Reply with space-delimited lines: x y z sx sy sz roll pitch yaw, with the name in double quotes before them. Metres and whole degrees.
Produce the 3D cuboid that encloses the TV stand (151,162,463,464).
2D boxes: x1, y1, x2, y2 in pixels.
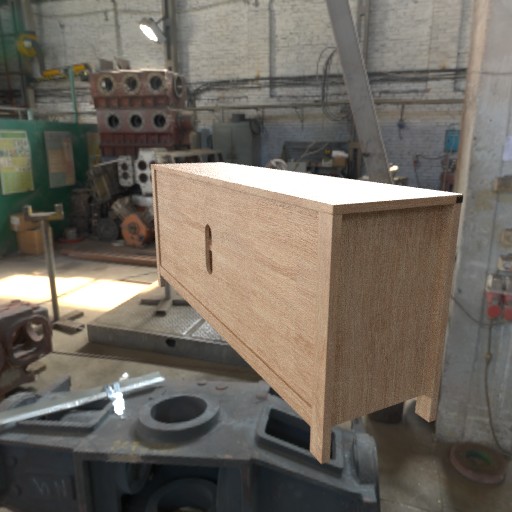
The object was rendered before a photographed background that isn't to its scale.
"TV stand" 0.000 0.000 1.672 0.398 0.610 1.466 -8 17 -26
